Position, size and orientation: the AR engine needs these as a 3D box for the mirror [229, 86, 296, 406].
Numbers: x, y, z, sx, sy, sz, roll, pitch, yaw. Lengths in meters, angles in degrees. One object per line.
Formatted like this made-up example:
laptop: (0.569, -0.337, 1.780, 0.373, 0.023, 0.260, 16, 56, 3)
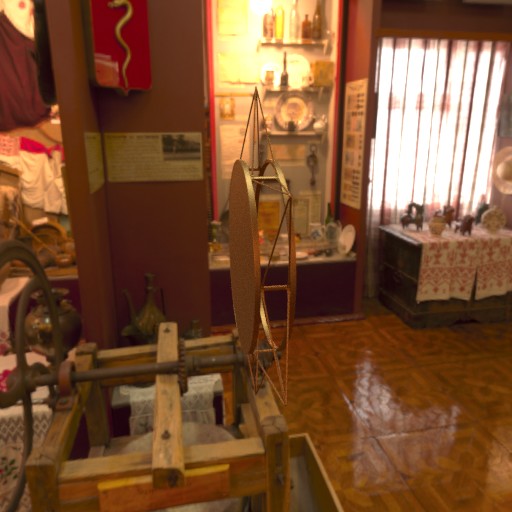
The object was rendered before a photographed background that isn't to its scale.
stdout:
mirror: (0.000, 0.000, 0.809, 0.062, 0.581, 0.498, -3, 16, -9)
